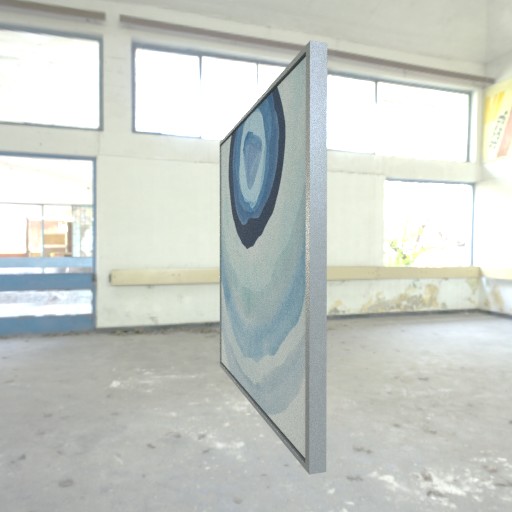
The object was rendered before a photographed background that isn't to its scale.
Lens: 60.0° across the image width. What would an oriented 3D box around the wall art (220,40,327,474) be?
[{"bbox_3d":[0.000,0.000,1.216,0.038,0.807,0.809,0,1,-17],"label":"wall art"}]
